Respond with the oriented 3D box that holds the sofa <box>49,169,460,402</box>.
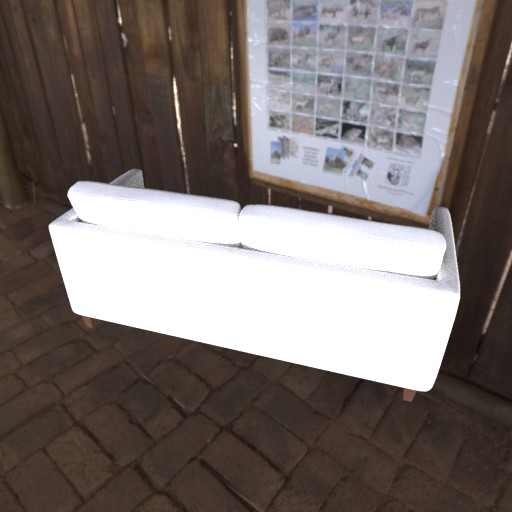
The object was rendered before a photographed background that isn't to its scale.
[{"bbox_3d":[0.000,0.000,2.657,2.139,0.933,0.924,10,34,15],"label":"sofa"}]
